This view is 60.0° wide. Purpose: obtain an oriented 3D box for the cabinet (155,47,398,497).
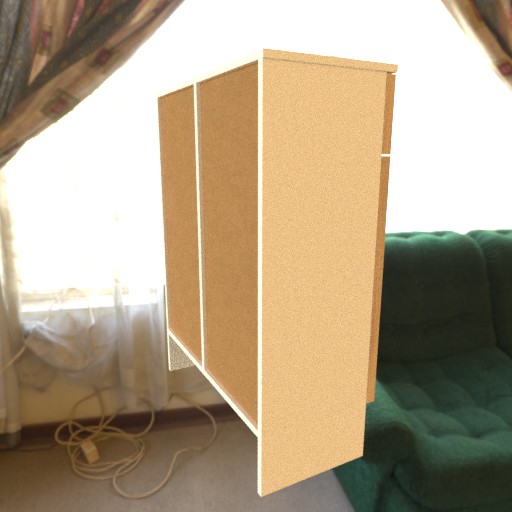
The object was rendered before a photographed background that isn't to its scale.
[{"bbox_3d":[0.000,0.000,1.100,0.296,0.815,0.600,-7,15,-27],"label":"cabinet"}]
